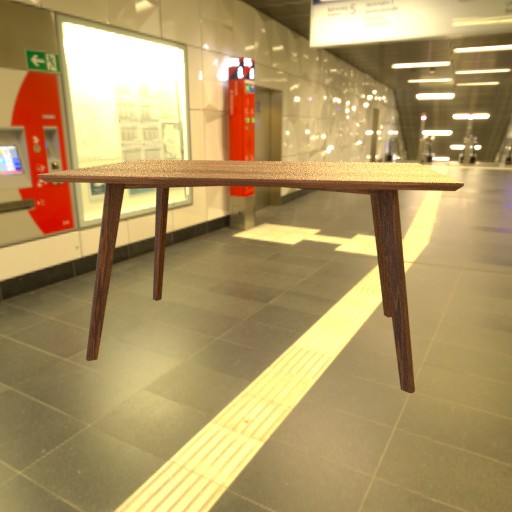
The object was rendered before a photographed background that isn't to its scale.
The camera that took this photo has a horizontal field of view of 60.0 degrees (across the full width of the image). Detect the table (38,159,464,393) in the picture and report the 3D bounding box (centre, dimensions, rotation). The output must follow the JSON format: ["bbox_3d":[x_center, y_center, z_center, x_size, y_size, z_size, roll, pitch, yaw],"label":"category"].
[{"bbox_3d":[0.000,0.000,1.851,1.349,0.724,0.801,3,16,10],"label":"table"}]
